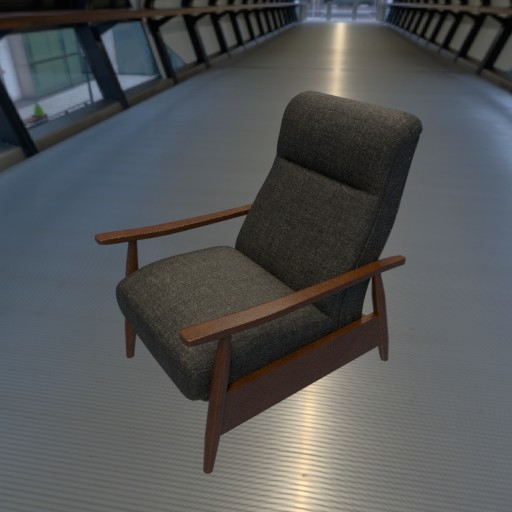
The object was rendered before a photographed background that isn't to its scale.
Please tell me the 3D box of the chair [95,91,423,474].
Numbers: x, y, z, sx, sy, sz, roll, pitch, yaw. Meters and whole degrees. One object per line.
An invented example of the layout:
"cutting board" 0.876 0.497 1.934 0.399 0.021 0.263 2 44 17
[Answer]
"chair" 0.000 0.000 1.758 1.014 1.082 0.762 -20 36 -30
